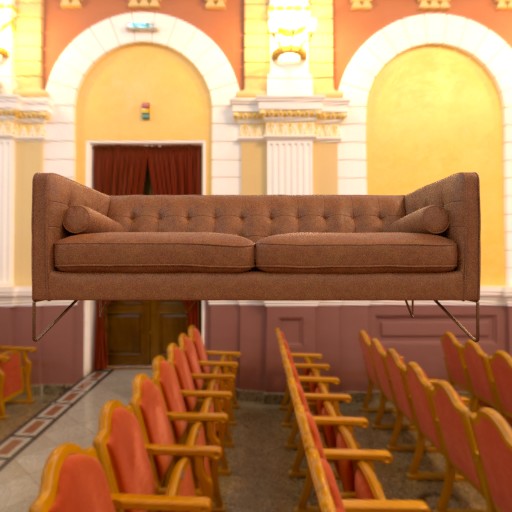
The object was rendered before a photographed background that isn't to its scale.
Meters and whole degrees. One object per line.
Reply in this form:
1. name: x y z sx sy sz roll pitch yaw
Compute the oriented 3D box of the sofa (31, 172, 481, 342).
1. sofa: 0.000 0.000 2.463 2.079 0.798 0.912 0 0 0
